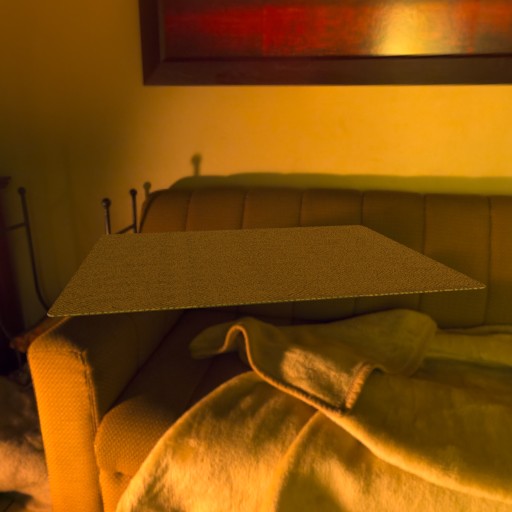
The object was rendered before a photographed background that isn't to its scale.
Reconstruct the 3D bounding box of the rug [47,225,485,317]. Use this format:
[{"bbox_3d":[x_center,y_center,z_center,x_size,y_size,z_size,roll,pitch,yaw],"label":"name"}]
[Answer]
[{"bbox_3d":[0.000,0.000,4.288,3.207,0.014,2.439,-3,16,-10],"label":"rug"}]
